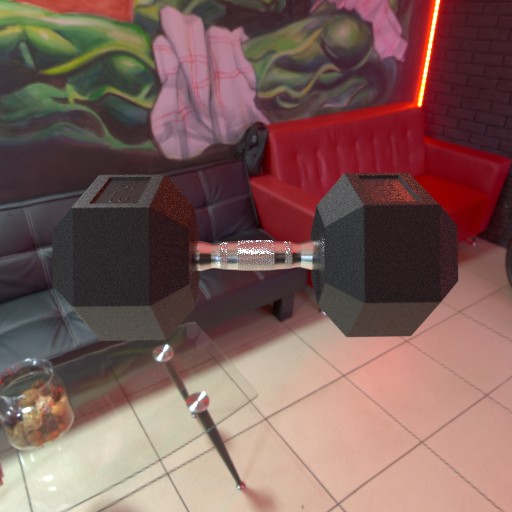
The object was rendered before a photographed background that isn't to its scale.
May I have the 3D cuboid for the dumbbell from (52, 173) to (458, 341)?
[{"bbox_3d":[0.000,0.000,0.328,0.271,0.106,0.122,-1,29,-1],"label":"dumbbell"}]
